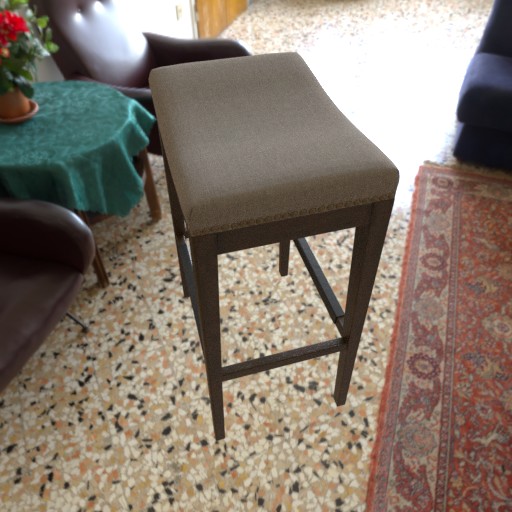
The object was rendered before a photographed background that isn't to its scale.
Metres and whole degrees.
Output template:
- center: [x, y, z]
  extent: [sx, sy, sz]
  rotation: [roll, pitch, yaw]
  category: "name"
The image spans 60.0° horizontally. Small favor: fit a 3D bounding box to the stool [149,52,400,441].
- center: [0.000, 0.000, 1.058]
  extent: [0.356, 0.762, 0.508]
  rotation: [-12, 47, -11]
  category: "stool"
